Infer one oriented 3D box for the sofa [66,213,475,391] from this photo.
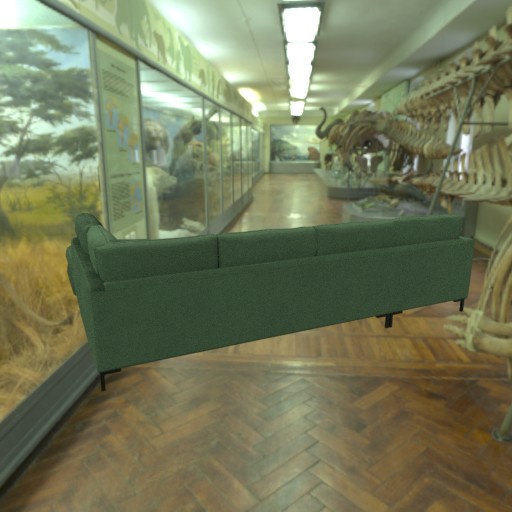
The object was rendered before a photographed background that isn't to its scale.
[{"bbox_3d":[0.000,0.000,3.227,2.486,0.687,1.707,-7,15,-25],"label":"sofa"}]
